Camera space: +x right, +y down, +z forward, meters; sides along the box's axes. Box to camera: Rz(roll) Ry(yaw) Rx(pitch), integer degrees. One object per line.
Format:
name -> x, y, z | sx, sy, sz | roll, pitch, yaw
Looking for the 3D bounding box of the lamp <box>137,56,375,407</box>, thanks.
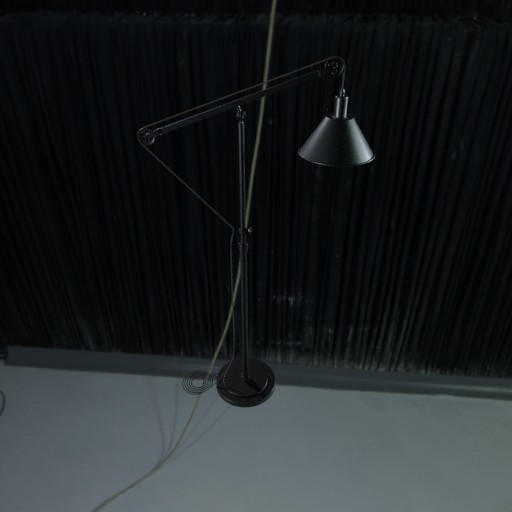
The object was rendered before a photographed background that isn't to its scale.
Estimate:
lamp -> 0.000, 0.000, 1.959 | 0.904, 1.626, 0.319 | 1, 32, 2
